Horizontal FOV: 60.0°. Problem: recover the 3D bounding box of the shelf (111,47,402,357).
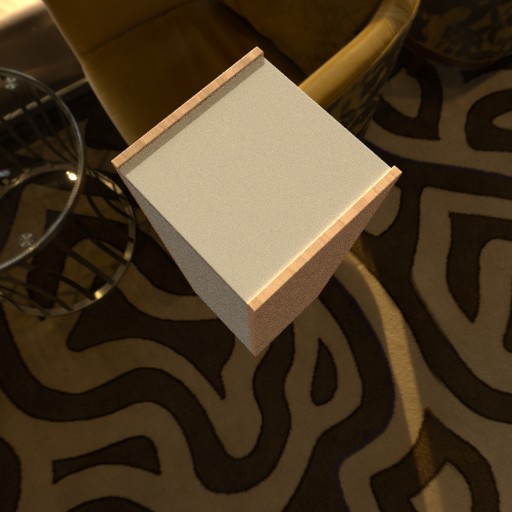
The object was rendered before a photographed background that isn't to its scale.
[{"bbox_3d":[0.000,0.000,1.065,0.290,0.900,0.300,-42,78,-11],"label":"shelf"}]
